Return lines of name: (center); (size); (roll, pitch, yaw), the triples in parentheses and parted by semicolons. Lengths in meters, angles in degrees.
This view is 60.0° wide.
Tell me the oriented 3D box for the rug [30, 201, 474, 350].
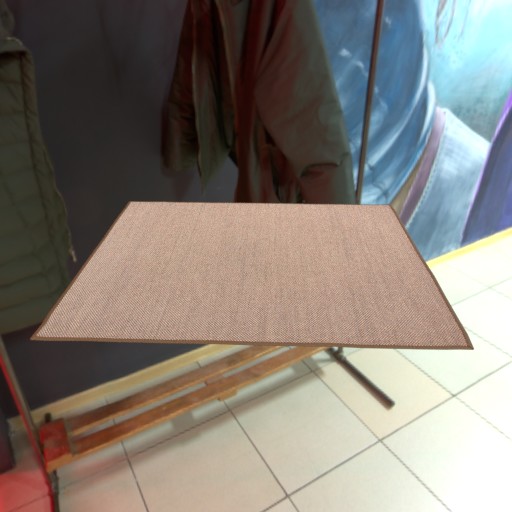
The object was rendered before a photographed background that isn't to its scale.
rug: (0.000, 0.000, 4.042); (3.041, 0.020, 2.413); (1, 30, 2)
